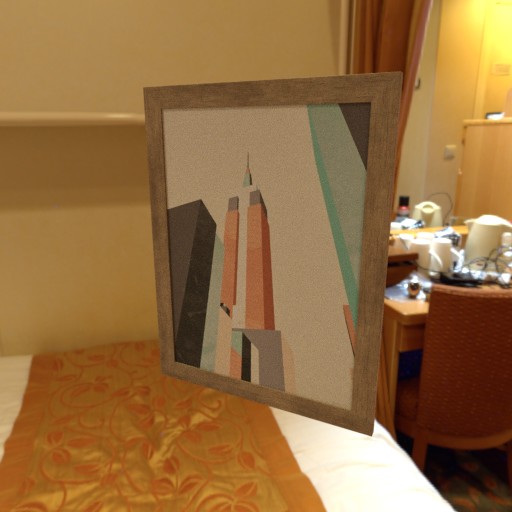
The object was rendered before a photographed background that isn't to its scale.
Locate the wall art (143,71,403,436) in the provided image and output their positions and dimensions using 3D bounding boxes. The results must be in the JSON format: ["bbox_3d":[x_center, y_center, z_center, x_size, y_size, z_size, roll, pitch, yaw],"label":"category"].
[{"bbox_3d":[0.000,0.000,0.928,0.534,0.686,0.018,8,17,26],"label":"wall art"}]
